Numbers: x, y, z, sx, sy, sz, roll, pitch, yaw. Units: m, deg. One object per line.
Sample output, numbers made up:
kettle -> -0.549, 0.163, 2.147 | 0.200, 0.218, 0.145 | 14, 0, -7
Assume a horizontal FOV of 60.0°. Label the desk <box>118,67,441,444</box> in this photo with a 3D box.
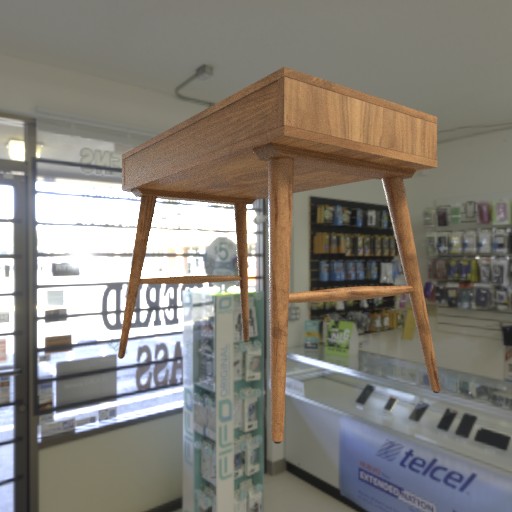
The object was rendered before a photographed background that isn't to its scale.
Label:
desk -> 0.000, 0.000, 1.435 | 0.588, 0.758, 0.949 | 0, 0, -36
